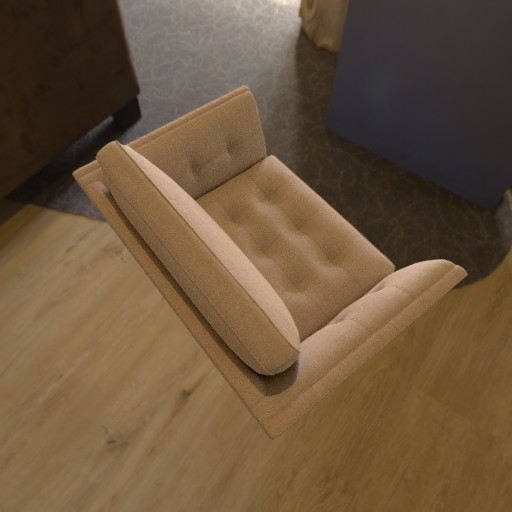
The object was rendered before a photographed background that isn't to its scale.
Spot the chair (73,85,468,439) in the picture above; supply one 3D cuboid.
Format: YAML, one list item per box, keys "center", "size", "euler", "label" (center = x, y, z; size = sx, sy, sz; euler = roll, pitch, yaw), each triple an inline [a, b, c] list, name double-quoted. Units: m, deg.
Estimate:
- center: [0.000, 0.000, 2.052]
  size: [0.965, 0.940, 1.397]
  euler: [-34, 64, -19]
  label: "chair"
